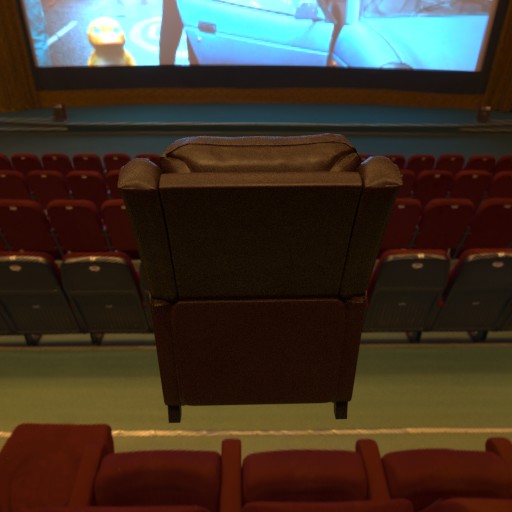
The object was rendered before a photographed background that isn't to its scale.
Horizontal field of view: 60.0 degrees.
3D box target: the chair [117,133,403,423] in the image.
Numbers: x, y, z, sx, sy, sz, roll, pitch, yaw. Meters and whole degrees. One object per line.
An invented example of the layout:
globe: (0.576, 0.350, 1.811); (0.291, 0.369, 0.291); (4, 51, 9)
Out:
chair: (0.000, 0.000, 1.784); (0.770, 1.132, 0.982); (-1, 30, -1)
